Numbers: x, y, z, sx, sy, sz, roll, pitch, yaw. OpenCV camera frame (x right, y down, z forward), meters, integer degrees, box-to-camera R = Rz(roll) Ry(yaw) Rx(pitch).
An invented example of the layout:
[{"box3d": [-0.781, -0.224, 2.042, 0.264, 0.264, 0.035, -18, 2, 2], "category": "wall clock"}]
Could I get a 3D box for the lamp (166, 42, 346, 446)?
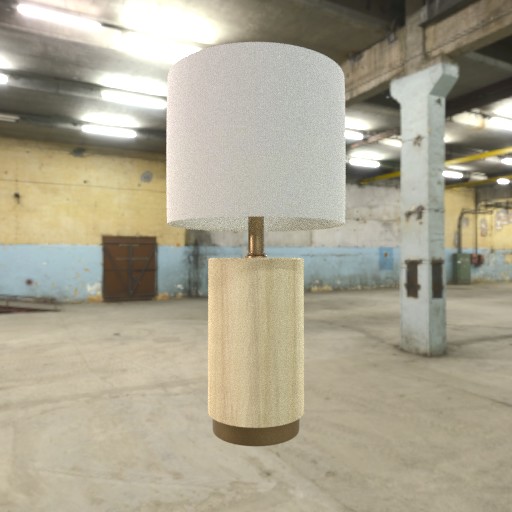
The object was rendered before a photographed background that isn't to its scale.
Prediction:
[{"box3d": [0.000, 0.000, 0.573, 0.228, 0.444, 0.228, 0, -1, 0], "category": "lamp"}]
